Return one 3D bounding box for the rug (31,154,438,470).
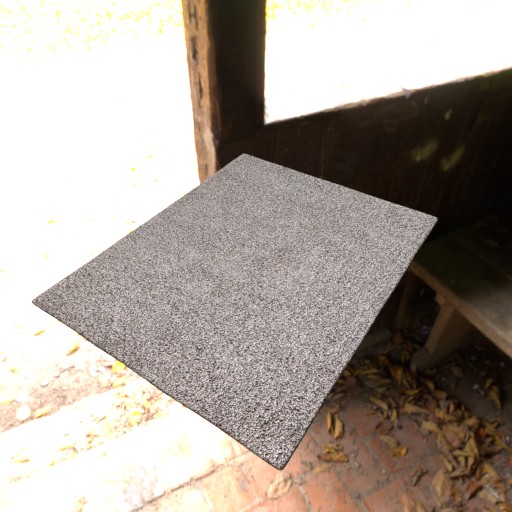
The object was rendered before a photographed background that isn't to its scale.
[{"bbox_3d":[0.000,0.000,4.085,2.438,0.029,3.047,24,47,25],"label":"rug"}]
